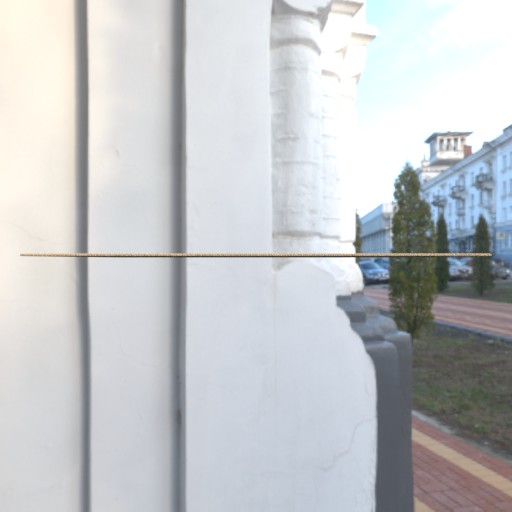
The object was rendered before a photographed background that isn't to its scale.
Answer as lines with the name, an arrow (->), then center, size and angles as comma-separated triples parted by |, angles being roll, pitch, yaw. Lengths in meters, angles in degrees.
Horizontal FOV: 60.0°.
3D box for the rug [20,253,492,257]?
rug -> 0.000, 0.000, 2.320 | 1.829, 0.010, 1.219 | 0, 0, 0
